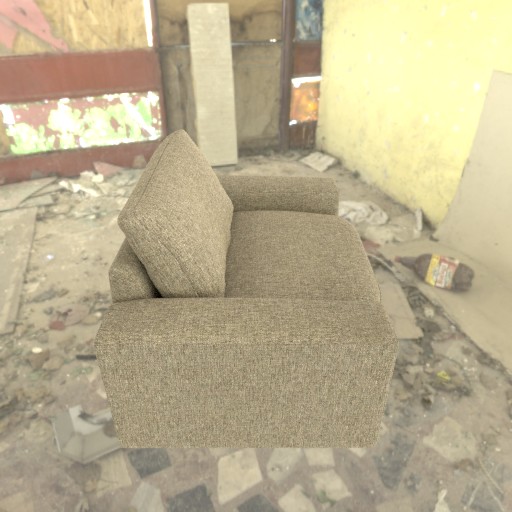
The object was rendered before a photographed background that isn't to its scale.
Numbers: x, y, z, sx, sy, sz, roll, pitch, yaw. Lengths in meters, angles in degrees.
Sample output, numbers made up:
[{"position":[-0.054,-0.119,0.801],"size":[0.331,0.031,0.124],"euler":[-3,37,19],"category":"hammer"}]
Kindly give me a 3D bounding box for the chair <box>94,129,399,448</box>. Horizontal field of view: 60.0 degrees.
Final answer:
[{"position":[0.000,0.000,2.045],"size":[1.039,0.915,1.398],"euler":[0,32,0],"category":"chair"}]
